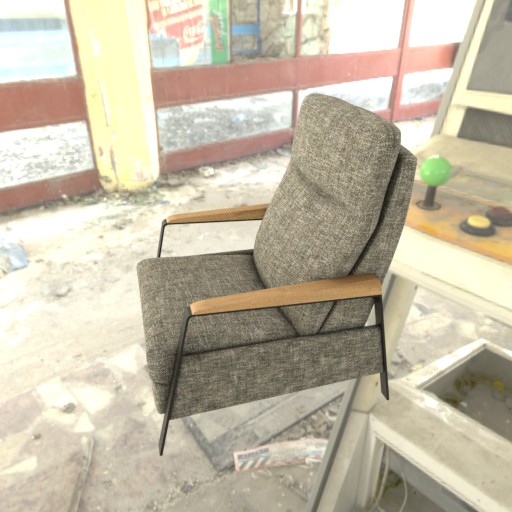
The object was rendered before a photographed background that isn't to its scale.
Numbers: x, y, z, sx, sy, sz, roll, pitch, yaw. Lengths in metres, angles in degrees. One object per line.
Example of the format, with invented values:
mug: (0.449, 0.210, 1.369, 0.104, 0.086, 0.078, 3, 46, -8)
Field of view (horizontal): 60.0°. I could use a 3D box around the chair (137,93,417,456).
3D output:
chair: (0.000, 0.000, 1.615, 0.868, 1.042, 0.671, -8, 31, -14)
